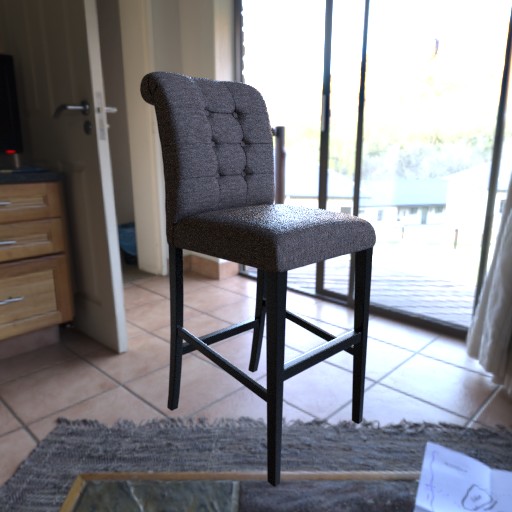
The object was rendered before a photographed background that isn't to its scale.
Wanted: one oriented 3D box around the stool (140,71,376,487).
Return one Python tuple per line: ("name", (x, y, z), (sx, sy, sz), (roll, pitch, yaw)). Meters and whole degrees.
("stool", (0.000, 0.000, 1.431), (0.452, 1.131, 0.613), (-13, 18, -43))
